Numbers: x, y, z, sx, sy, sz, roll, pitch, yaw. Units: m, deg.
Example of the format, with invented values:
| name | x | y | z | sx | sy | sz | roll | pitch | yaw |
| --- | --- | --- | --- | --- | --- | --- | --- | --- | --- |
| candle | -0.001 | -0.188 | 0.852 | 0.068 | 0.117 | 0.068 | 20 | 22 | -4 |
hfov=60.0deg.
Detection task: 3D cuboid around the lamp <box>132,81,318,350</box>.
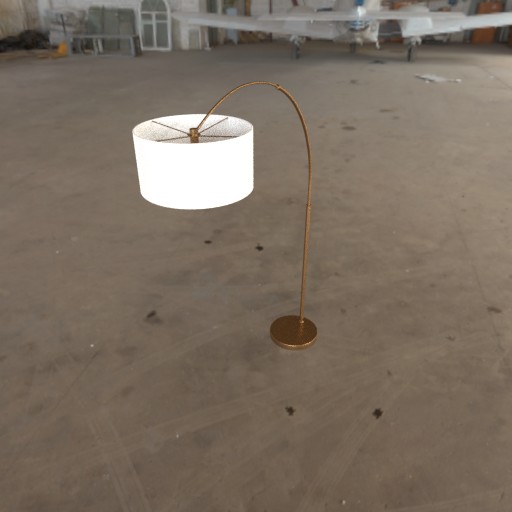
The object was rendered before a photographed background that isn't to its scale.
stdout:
| name | x | y | z | sx | sy | sz | roll | pitch | yaw |
| --- | --- | --- | --- | --- | --- | --- | --- | --- | --- |
| lamp | 0.000 | 0.000 | 2.596 | 0.493 | 1.927 | 1.434 | 18 | 35 | 28 |
